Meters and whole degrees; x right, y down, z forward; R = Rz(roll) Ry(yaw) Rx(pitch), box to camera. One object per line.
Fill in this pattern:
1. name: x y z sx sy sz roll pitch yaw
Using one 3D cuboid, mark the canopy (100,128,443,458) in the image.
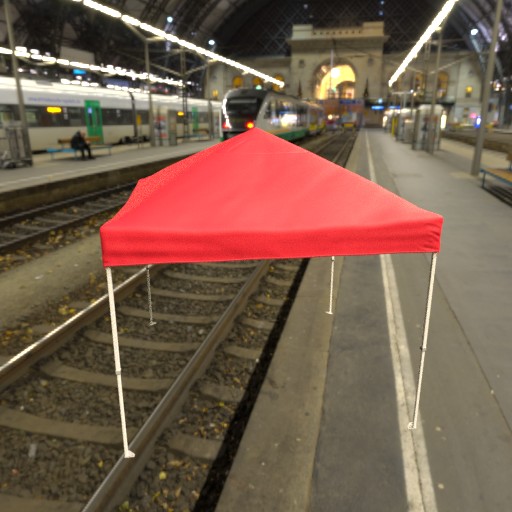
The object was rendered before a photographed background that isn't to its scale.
1. canopy: 0.000 0.000 5.386 2.996 2.997 2.998 -2 17 -8
